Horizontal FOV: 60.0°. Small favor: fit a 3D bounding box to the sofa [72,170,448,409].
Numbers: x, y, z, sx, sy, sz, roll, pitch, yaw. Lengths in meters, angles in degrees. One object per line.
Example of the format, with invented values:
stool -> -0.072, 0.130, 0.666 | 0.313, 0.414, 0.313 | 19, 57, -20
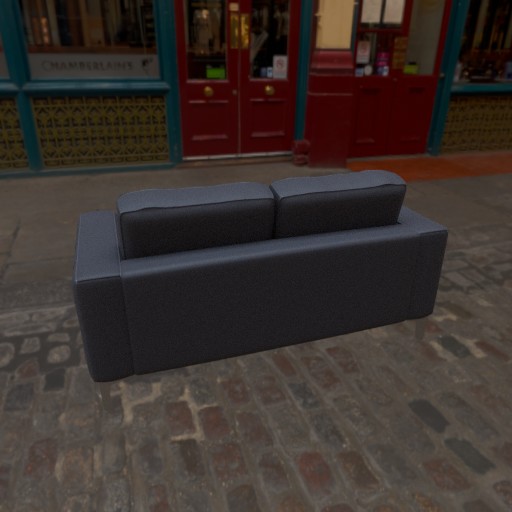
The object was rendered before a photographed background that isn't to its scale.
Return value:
sofa -> 0.000, 0.000, 2.300 | 1.726, 0.893, 0.833 | -8, 26, -17
